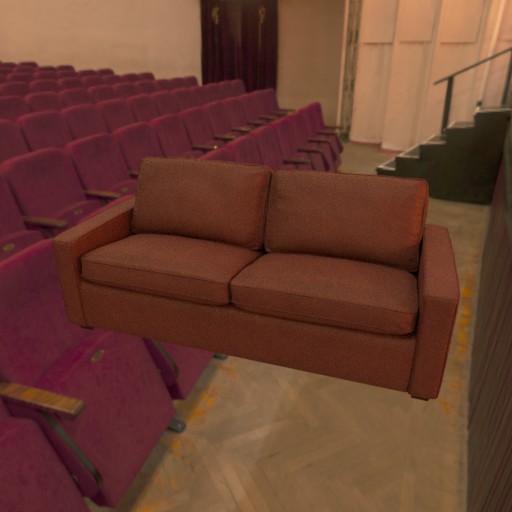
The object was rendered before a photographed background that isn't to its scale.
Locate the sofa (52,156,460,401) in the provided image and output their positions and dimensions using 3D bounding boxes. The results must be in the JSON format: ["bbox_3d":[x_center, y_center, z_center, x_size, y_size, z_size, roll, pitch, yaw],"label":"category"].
[{"bbox_3d":[0.000,0.000,2.534,2.080,0.919,0.940,8,26,17],"label":"sofa"}]
